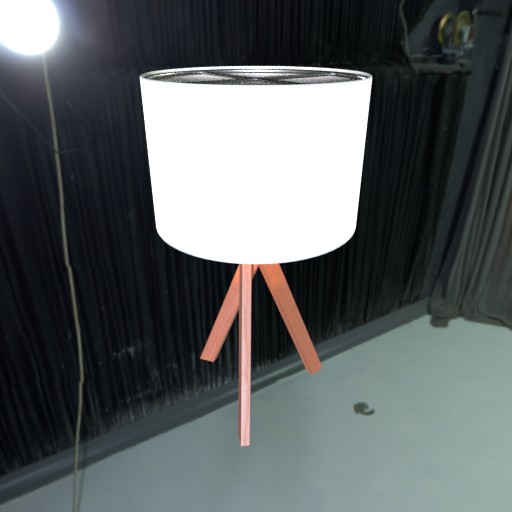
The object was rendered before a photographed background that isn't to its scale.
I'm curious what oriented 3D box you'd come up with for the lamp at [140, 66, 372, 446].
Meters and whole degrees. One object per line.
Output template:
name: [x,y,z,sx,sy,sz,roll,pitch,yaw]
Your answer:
lamp: [0.000,0.000,0.899,0.380,0.686,0.380,-19,32,-32]
